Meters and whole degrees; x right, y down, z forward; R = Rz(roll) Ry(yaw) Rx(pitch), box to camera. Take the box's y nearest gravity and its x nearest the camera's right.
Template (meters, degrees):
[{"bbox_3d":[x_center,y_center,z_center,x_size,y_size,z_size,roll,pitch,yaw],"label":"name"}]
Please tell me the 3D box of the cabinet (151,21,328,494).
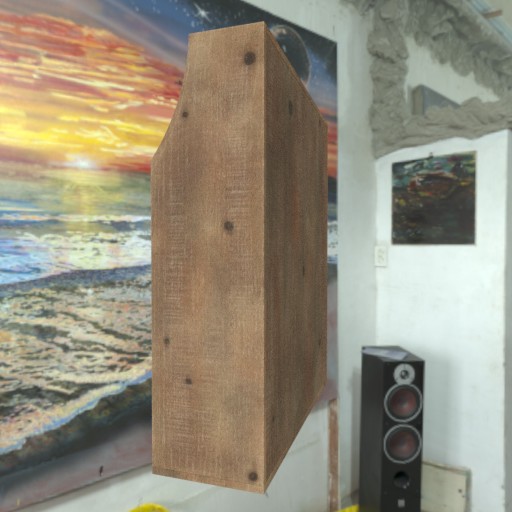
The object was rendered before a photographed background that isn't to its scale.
[{"bbox_3d":[0.000,0.000,0.813,0.184,0.590,0.489,0,1,18],"label":"cabinet"}]
